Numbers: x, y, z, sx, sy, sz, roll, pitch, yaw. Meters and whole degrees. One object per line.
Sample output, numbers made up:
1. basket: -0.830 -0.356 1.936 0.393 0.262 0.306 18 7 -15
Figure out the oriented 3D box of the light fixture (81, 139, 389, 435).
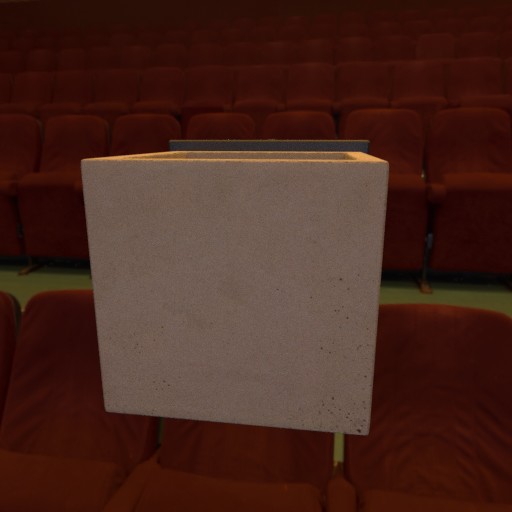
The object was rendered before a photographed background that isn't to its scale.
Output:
1. light fixture: 0.000 0.000 0.239 0.121 0.121 0.143 2 15 8
